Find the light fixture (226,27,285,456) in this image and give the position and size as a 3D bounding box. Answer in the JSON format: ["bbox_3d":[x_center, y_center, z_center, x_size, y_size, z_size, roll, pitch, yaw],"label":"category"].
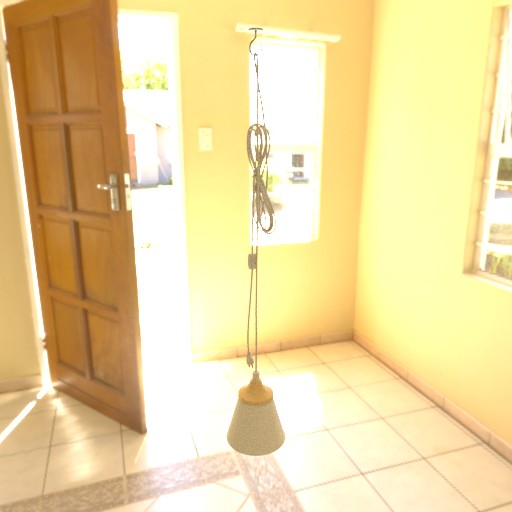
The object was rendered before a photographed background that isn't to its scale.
[{"bbox_3d":[0.000,0.000,1.035,0.153,0.966,0.153,-8,16,-27],"label":"light fixture"}]
